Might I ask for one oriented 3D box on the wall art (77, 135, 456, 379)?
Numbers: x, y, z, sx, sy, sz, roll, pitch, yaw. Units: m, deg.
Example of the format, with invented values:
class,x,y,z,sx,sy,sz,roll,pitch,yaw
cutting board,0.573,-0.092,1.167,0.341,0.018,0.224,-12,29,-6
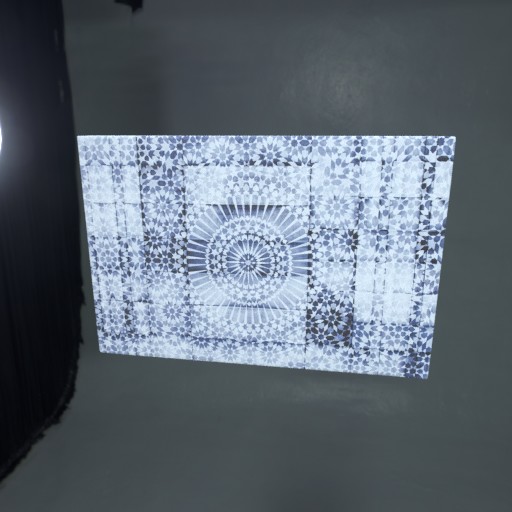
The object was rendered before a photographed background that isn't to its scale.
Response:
class,x,y,z,sx,sy,sz,roll,pitch,yaw
wall art,0.000,0.000,1.164,0.911,0.608,0.057,2,16,9
